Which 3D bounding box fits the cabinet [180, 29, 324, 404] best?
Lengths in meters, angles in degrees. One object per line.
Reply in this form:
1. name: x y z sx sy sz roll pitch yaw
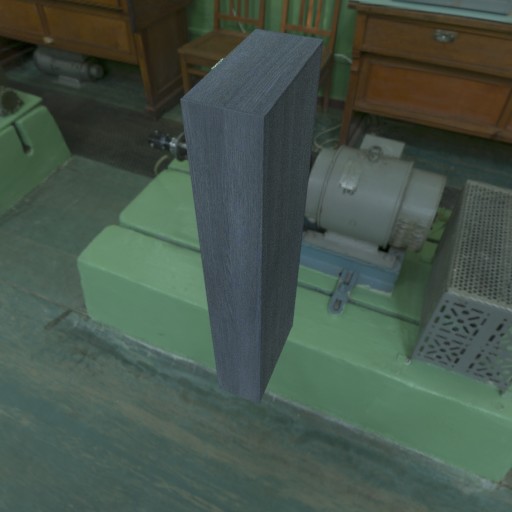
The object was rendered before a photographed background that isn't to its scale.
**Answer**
1. cabinet: 0.000 0.000 1.889 0.255 1.630 0.520 17 49 15
